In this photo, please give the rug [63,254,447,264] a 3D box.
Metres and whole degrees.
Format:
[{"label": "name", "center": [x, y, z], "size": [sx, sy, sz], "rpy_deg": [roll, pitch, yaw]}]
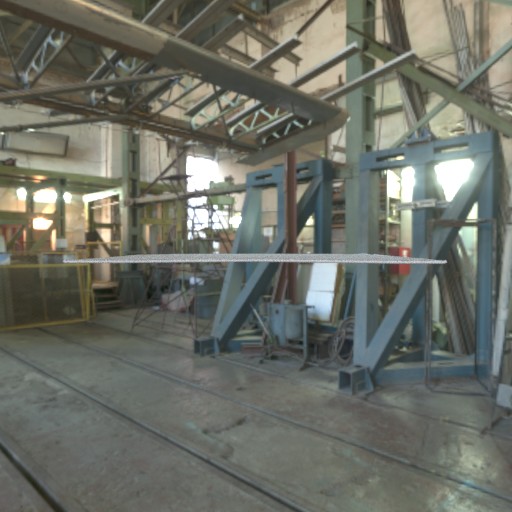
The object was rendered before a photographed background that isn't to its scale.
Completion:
[{"label": "rug", "center": [0.000, 0.000, 2.219], "size": [1.154, 0.021, 1.792], "rpy_deg": [0, 1, 0]}]
